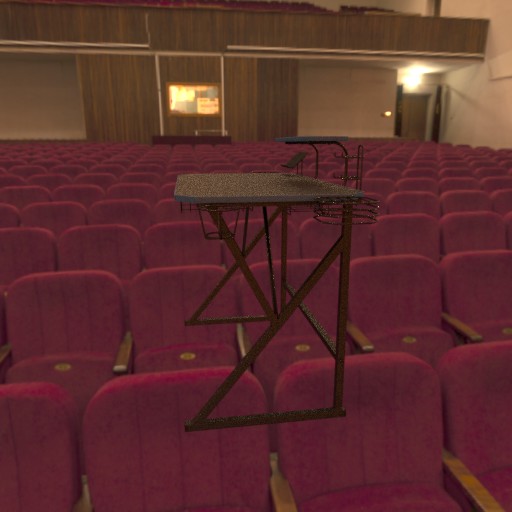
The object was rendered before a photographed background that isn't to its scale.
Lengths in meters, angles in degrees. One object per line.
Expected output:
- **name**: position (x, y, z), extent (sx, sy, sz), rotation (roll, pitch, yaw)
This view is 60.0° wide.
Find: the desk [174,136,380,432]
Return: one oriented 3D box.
- **desk**: position (0.000, 0.000, 1.757), extent (0.594, 0.909, 1.295), rotation (-2, 14, -9)
